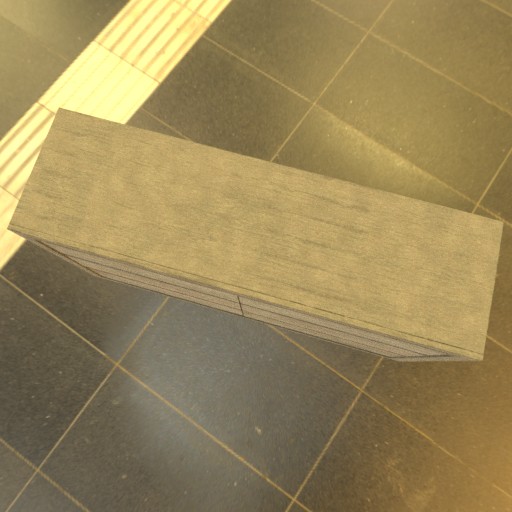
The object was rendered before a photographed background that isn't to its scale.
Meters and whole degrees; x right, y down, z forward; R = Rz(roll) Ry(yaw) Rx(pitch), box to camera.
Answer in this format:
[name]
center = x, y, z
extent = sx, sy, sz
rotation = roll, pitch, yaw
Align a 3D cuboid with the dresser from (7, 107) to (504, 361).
[dresser]
center = 0.000, 0.000, 1.942
extent = 1.628, 0.889, 0.483
rotation = 15, 77, 4
